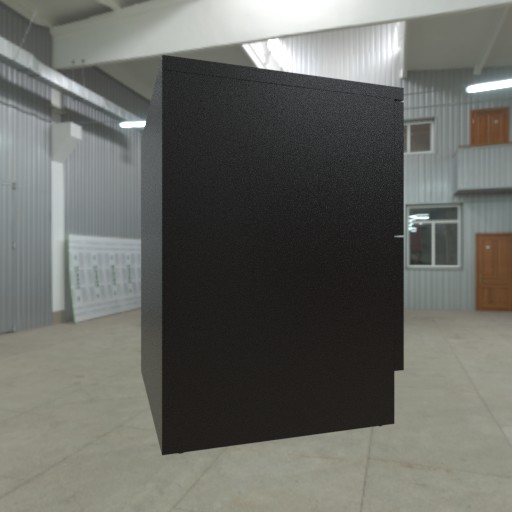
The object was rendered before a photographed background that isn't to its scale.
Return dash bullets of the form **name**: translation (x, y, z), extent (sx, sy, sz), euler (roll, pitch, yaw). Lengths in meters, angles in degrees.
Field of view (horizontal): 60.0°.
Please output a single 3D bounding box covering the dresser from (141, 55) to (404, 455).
- **dresser**: translation (0.000, 0.000, 0.763), extent (0.360, 0.470, 0.400), euler (0, 0, -18)
